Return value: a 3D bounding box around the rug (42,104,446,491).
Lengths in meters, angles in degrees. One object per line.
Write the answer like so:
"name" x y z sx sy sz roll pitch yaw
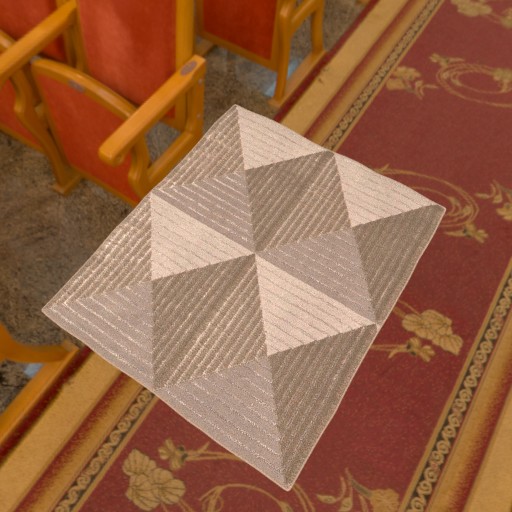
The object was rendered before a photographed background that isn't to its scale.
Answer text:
"rug" 0.000 0.000 0.881 0.551 0.008 0.642 31 67 15
